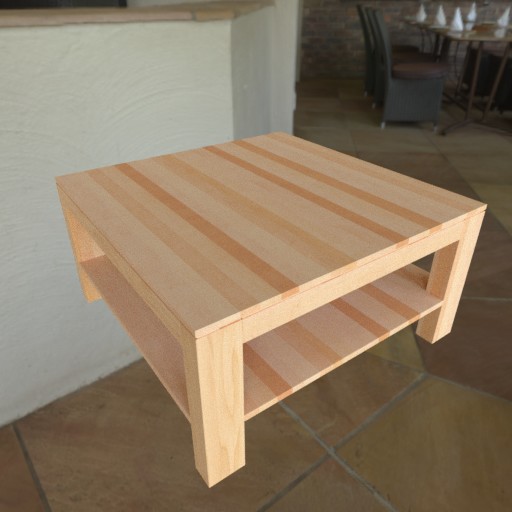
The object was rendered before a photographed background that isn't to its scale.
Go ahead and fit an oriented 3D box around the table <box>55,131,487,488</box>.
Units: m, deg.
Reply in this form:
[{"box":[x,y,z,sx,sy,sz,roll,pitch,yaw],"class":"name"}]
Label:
[{"box":[0.000,0.000,1.406,0.900,0.450,0.900,-20,36,-30],"class":"table"}]
